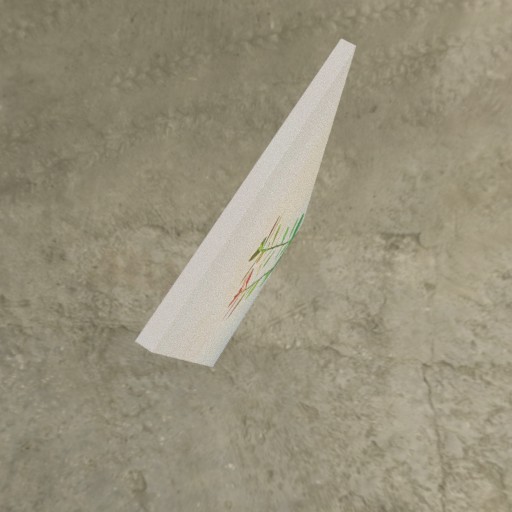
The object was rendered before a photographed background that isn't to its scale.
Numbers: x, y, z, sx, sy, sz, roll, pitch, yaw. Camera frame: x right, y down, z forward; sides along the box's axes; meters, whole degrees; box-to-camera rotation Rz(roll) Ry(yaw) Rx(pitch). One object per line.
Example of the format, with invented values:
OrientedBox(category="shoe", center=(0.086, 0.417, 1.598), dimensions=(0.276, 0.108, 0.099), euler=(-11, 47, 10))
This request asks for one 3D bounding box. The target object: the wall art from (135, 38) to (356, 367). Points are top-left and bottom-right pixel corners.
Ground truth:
OrientedBox(category="wall art", center=(0.000, 0.000, 1.427), dimensions=(0.038, 1.143, 0.764), euler=(31, 77, 8))
